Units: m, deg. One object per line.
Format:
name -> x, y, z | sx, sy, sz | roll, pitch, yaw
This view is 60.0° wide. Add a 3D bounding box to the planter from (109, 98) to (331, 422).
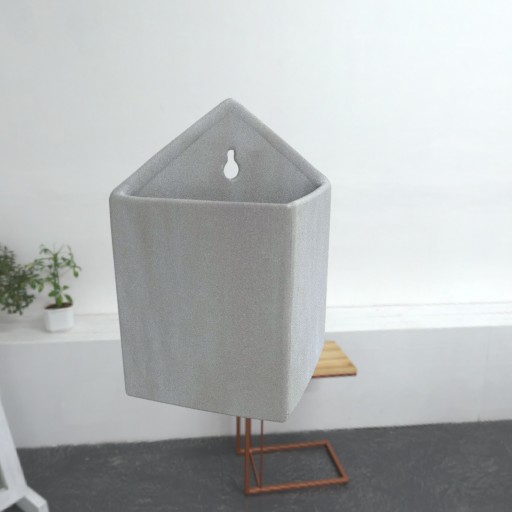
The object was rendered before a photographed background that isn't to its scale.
planter -> 0.000, 0.000, 0.281 | 0.163, 0.194, 0.080 | -8, 18, -26
